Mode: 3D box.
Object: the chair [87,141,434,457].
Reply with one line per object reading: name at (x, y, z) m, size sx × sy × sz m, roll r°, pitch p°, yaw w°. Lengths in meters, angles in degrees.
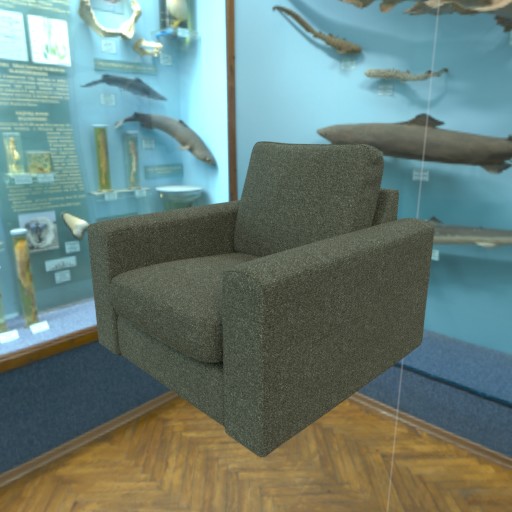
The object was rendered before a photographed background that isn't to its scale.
chair at (0.000, 0.000, 1.782) m, size 1.016 × 0.873 × 1.005 m, roll -15°, pitch 22°, yaw -43°
